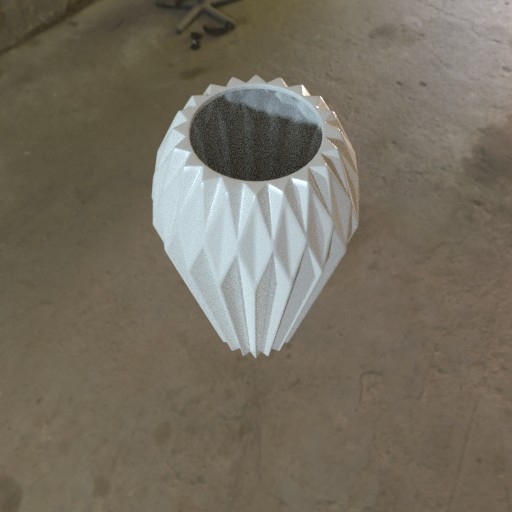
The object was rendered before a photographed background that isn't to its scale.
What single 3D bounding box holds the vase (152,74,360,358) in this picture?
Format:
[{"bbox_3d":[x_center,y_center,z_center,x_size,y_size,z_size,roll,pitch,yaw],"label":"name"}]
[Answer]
[{"bbox_3d":[0.000,0.000,0.346,0.133,0.263,0.133,0,60,0],"label":"vase"}]
